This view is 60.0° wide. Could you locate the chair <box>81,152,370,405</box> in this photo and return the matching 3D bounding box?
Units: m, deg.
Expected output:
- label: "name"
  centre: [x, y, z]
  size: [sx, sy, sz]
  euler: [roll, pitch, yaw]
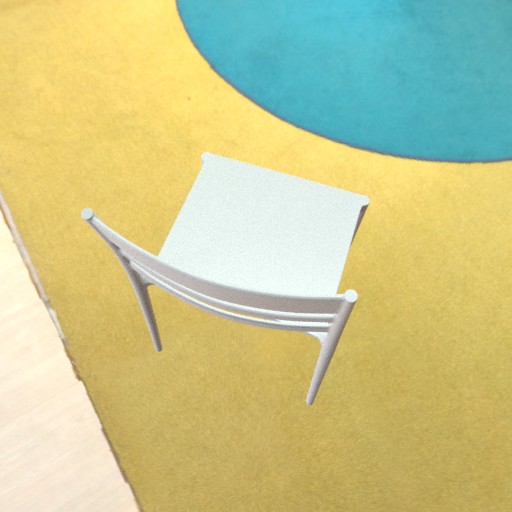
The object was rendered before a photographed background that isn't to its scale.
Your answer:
- label: "chair"
  centre: [0.000, 0.000, 1.148]
  size: [0.531, 0.800, 0.511]
  euler: [17, 64, 9]
